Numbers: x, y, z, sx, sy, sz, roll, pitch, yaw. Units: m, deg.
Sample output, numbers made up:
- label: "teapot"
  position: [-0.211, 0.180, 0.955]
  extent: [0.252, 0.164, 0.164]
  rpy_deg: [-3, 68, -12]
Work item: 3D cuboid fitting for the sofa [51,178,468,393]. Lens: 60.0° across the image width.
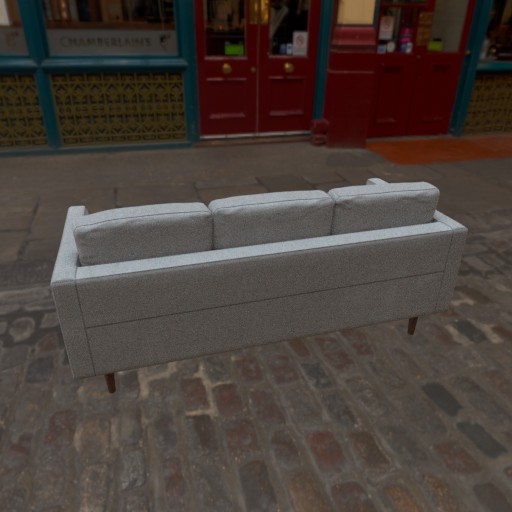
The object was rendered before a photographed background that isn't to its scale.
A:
- label: "sofa"
  position: [0.000, 0.000, 2.525]
  extent: [1.983, 0.918, 0.944]
  rpy_deg: [-8, 28, -14]
